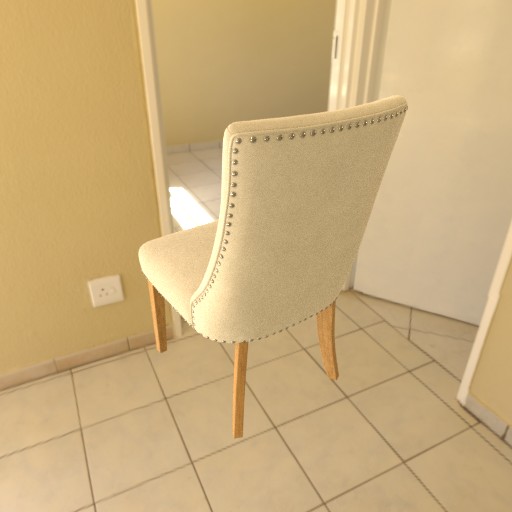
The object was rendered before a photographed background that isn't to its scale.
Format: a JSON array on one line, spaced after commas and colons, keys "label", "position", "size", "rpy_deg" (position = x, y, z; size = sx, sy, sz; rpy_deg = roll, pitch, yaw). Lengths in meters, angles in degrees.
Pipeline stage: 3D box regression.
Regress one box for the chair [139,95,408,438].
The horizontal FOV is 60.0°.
[{"label": "chair", "position": [0.000, 0.000, 1.264], "size": [0.495, 0.902, 0.610], "rpy_deg": [-20, 35, -30]}]
